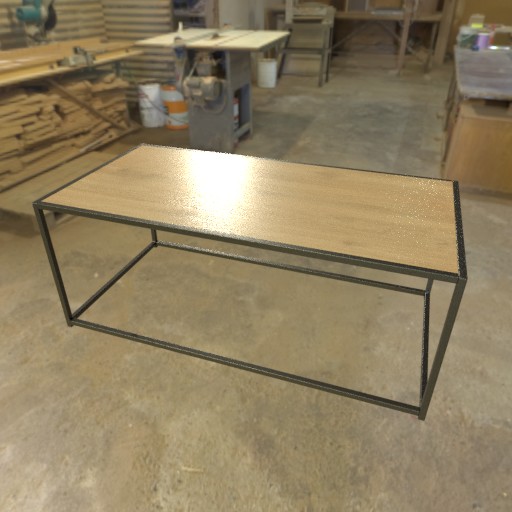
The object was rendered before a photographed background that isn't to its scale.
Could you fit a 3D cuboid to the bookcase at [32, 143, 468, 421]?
[{"bbox_3d":[0.000,0.000,1.258,1.000,0.400,0.500,10,33,16],"label":"bookcase"}]
